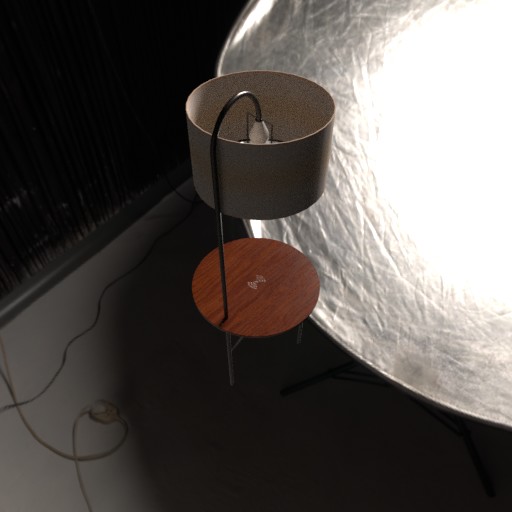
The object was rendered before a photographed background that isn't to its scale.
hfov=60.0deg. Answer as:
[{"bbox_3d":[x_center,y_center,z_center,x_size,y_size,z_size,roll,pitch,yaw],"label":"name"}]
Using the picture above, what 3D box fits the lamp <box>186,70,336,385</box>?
[{"bbox_3d":[0.000,0.000,1.868,0.573,1.517,0.573,0,47,0],"label":"lamp"}]
